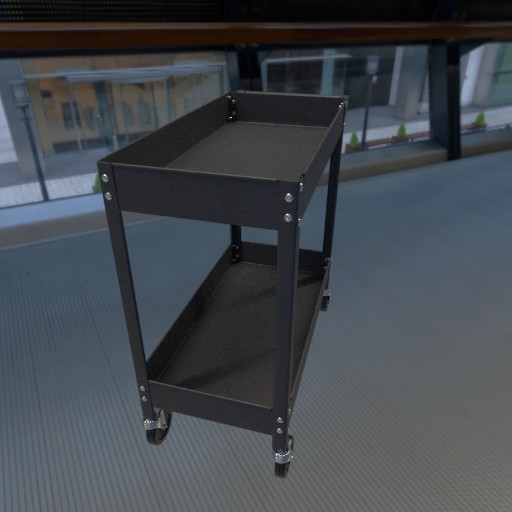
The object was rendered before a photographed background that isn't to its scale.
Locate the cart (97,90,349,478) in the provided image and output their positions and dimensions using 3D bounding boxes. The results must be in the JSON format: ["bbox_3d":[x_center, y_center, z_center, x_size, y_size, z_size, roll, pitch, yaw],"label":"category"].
[{"bbox_3d":[0.000,0.000,1.172,0.366,0.719,0.779,8,31,14],"label":"cart"}]
